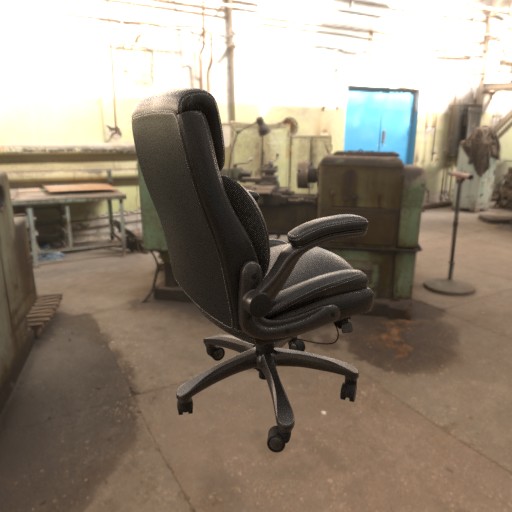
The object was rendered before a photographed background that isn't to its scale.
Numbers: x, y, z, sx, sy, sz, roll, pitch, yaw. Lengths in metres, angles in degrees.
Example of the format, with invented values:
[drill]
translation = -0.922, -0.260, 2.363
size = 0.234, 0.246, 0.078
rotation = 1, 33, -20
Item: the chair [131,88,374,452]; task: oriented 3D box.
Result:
[chair]
translation = 0.000, 0.000, 1.616
size = 0.724, 1.110, 0.782
rotation = -8, 17, -27
